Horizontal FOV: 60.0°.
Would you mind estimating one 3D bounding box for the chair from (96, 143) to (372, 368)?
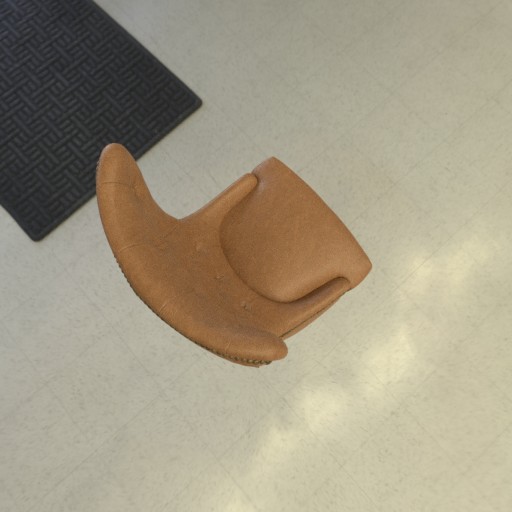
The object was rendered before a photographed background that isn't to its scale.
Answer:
[{"bbox_3d":[0.000,0.000,1.453,0.669,1.065,0.611,-38,78,-10],"label":"chair"}]
